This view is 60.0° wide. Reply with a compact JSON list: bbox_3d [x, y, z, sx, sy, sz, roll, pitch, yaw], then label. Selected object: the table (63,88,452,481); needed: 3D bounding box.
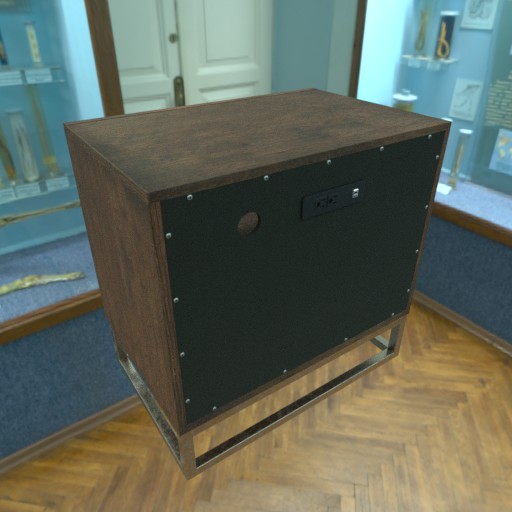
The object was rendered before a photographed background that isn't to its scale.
[{"bbox_3d":[0.000,0.000,1.242,0.767,0.746,0.542,-19,36,-29],"label":"table"}]
